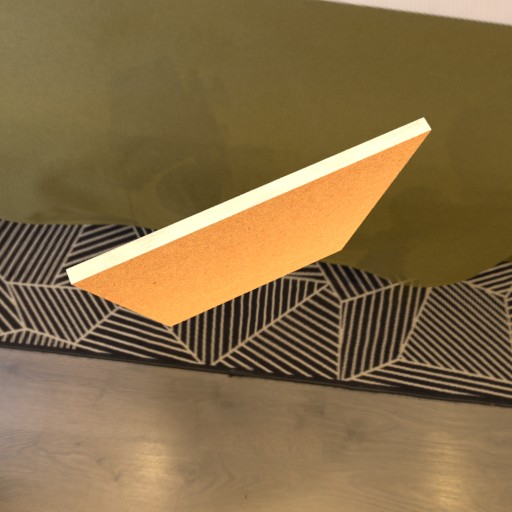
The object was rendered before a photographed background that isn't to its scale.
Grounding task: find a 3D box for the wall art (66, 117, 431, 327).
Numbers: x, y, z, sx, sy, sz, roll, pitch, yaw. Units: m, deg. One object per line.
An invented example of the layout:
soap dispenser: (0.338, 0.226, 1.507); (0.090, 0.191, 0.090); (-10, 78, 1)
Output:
wall art: (0.000, 0.000, 0.839); (0.481, 0.613, 0.020); (-24, 78, -6)
